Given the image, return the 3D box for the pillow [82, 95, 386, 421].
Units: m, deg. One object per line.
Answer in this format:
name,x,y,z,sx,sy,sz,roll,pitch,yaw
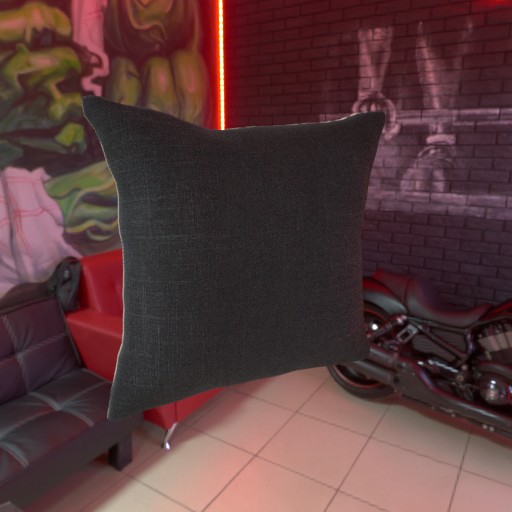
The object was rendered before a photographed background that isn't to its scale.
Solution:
pillow,0.000,0.000,0.679,0.468,0.444,0.138,-6,15,-24
